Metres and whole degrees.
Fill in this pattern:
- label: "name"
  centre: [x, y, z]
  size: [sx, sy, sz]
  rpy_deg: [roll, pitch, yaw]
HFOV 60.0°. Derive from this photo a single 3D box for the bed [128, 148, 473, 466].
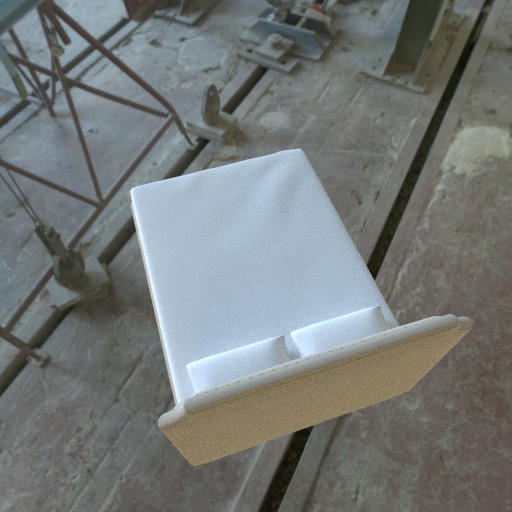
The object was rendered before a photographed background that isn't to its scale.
- label: "bed"
  centre: [0.000, 0.000, 3.316]
  size: [1.713, 1.443, 2.372]
  rpy_deg: [-15, 58, -10]
